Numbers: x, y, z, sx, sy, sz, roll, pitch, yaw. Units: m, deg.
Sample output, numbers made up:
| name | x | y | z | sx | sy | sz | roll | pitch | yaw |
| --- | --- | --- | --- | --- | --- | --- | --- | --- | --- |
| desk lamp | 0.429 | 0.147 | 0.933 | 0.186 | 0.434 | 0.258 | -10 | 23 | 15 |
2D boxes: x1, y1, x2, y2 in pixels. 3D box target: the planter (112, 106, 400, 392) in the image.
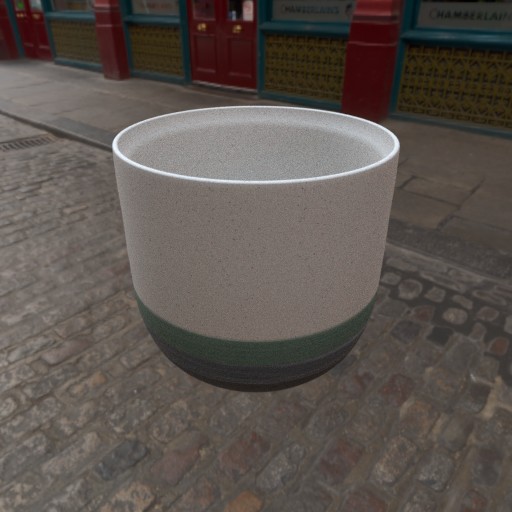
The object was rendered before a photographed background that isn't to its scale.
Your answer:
| name | x | y | z | sx | sy | sz | roll | pitch | yaw |
| --- | --- | --- | --- | --- | --- | --- | --- | --- | --- |
| planter | 0.000 | 0.000 | 0.491 | 0.268 | 0.270 | 0.268 | 0 | 30 | 0 |
